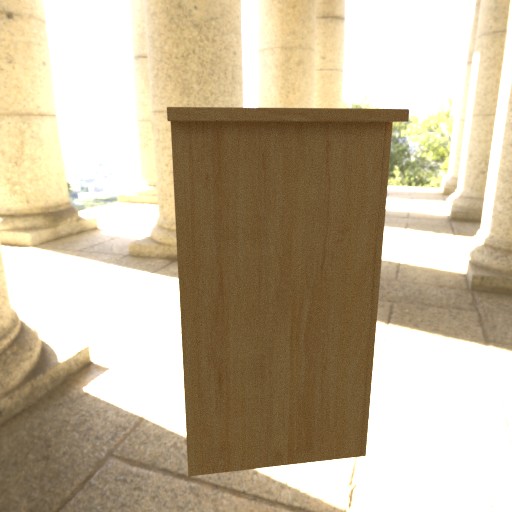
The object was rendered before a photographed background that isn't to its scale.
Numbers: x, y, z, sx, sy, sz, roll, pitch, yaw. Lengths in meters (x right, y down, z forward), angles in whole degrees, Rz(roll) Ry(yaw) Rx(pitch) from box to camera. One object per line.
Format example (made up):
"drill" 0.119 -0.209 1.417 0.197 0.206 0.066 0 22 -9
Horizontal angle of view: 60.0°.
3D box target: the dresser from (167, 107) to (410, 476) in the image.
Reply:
"dresser" 0.000 0.000 1.209 0.410 0.730 0.800 -2 16 -9
